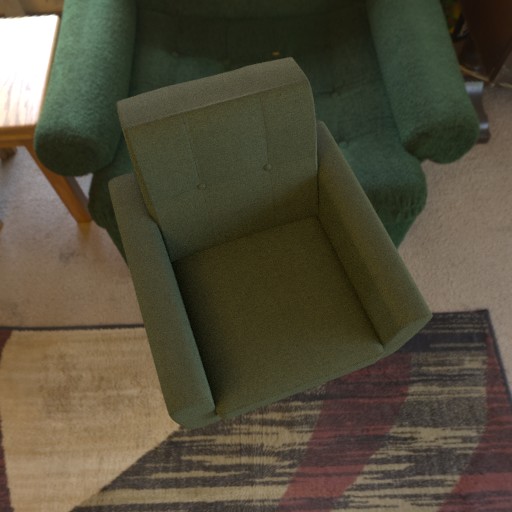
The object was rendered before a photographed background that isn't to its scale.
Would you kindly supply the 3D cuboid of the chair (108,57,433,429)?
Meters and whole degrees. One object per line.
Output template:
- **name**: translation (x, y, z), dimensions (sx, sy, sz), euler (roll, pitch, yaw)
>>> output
- **chair**: translation (0.000, 0.000, 1.540), dimensions (0.831, 0.841, 0.909), euler (-18, 65, -9)
